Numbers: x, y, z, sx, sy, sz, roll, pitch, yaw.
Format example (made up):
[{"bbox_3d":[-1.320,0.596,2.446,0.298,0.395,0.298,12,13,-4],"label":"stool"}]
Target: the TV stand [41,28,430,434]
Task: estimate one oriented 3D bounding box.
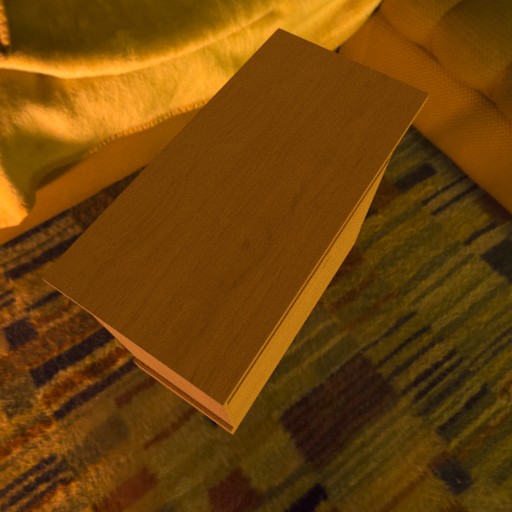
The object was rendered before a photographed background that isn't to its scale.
[{"bbox_3d":[0.000,0.000,1.303,0.430,0.787,0.851,31,68,14],"label":"TV stand"}]
